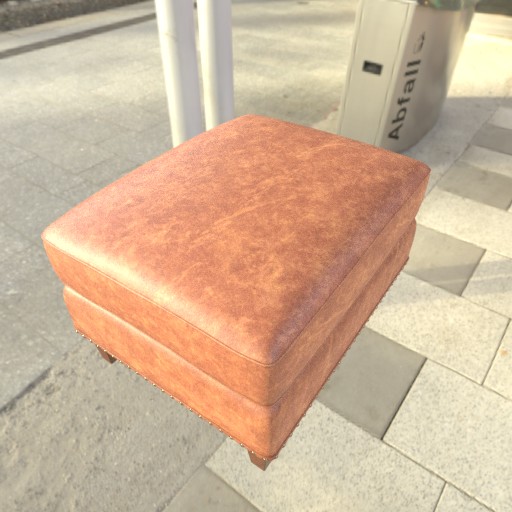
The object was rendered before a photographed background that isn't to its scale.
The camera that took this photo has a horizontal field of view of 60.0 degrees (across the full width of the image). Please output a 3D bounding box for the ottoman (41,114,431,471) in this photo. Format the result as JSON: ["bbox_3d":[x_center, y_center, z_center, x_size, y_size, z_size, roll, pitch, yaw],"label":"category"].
[{"bbox_3d":[0.000,0.000,1.106,0.586,0.486,0.742,24,46,26],"label":"ottoman"}]
